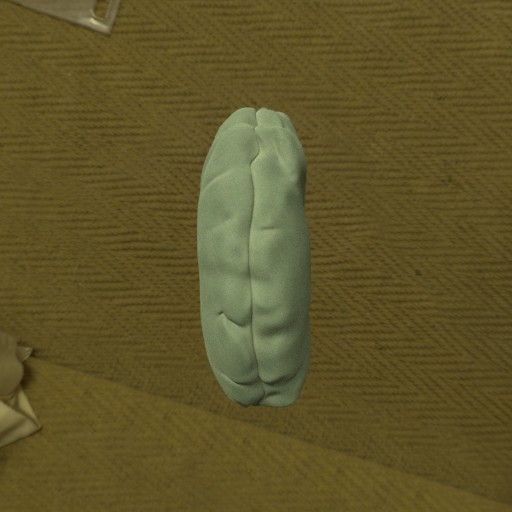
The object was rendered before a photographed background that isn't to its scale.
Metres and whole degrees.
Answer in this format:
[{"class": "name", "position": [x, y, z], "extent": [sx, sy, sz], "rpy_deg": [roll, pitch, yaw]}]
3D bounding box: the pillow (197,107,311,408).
[{"class": "pillow", "position": [0.000, 0.000, 0.648], "extent": [0.148, 0.407, 0.428], "rpy_deg": [0, 91, 0]}]
